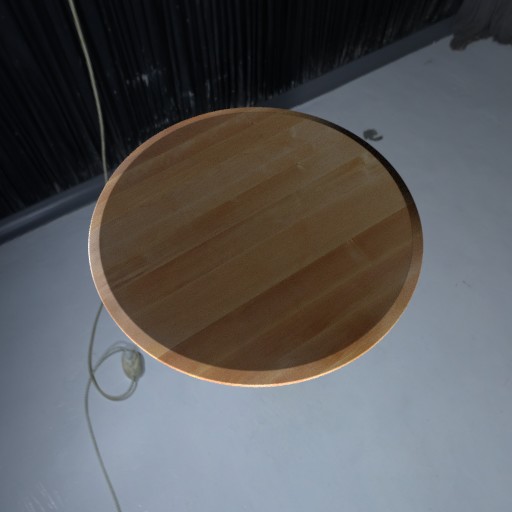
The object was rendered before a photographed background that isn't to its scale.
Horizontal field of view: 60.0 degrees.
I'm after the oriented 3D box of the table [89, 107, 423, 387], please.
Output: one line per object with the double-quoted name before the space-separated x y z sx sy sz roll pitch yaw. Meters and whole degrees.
"table" 0.000 0.000 1.379 0.900 0.400 0.900 0 59 0
